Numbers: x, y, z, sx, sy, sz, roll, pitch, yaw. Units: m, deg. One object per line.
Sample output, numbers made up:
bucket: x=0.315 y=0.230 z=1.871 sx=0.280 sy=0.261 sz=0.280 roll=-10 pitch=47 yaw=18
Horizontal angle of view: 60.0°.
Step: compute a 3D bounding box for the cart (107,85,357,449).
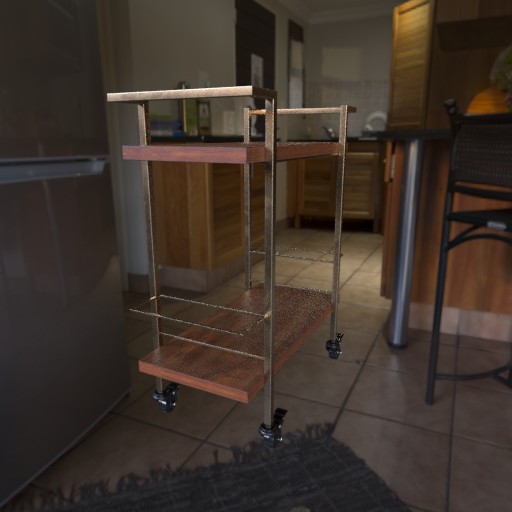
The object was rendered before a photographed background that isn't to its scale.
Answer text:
cart: x=0.000 y=0.000 z=1.224 sx=0.364 sy=0.807 sz=0.695 roll=8 pitch=17 yaw=26
